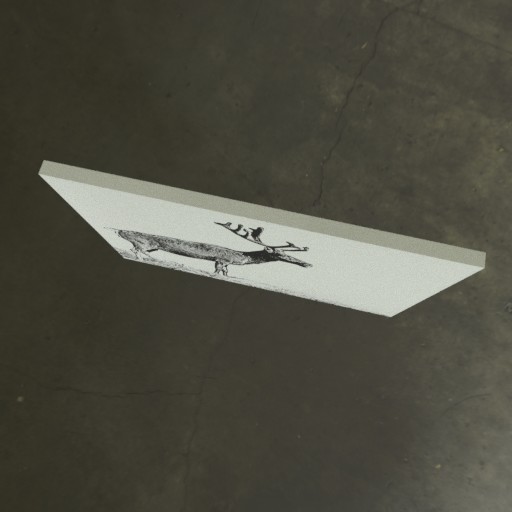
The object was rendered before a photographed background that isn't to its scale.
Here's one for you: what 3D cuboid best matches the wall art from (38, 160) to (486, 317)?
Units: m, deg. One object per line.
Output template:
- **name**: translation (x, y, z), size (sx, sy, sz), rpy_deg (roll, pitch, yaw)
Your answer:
- **wall art**: translation (0.000, 0.000, 1.178), size (0.906, 0.617, 0.033), rpy_deg (12, 74, 4)
